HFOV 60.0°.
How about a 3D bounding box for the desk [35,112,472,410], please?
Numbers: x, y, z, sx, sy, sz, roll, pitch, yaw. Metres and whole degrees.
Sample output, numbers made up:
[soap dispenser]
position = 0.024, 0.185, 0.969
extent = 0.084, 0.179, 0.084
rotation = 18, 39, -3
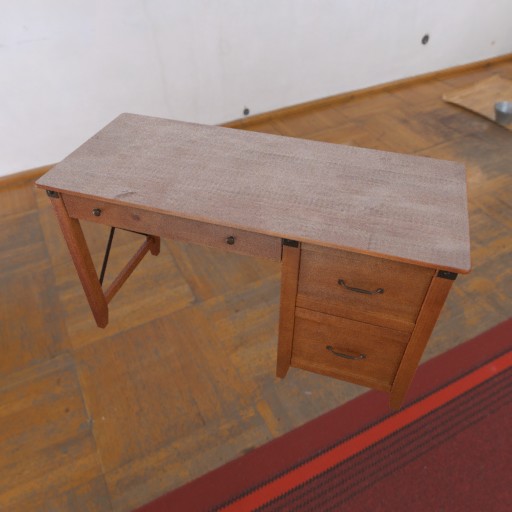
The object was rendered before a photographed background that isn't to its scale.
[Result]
[desk]
position = 0.000, 0.000, 1.749
extent = 1.353, 0.756, 0.574
rotation = 12, 43, 13
